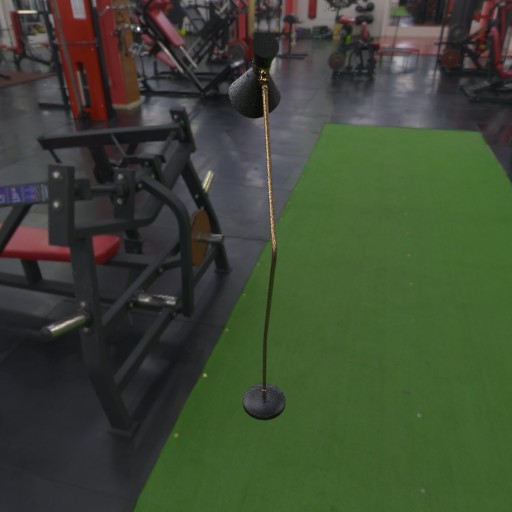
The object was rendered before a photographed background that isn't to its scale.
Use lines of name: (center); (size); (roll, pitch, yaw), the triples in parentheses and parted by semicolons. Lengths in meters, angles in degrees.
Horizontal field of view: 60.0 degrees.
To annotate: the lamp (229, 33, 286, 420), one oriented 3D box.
lamp: (0.000, 0.000, 1.605); (0.277, 1.438, 0.467); (9, 32, 15)
